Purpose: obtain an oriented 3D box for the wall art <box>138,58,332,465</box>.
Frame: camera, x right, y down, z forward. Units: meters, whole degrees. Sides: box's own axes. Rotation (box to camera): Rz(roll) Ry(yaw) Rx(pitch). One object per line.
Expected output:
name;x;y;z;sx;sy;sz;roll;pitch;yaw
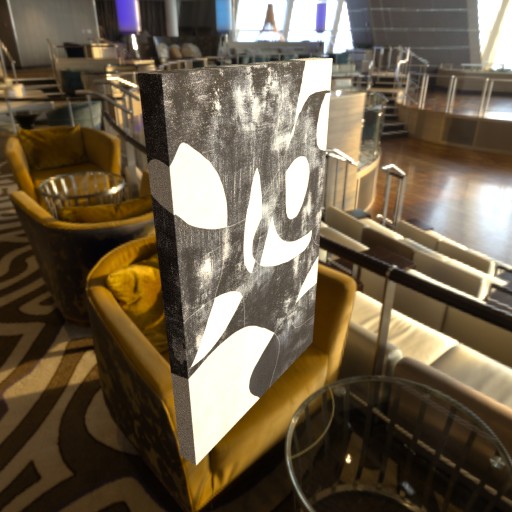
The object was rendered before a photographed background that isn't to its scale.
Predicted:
wall art;0.000;0.000;0.766;0.039;0.610;0.407;17;32;31
